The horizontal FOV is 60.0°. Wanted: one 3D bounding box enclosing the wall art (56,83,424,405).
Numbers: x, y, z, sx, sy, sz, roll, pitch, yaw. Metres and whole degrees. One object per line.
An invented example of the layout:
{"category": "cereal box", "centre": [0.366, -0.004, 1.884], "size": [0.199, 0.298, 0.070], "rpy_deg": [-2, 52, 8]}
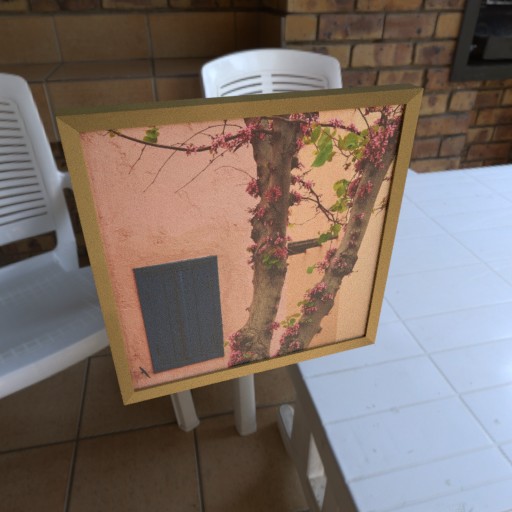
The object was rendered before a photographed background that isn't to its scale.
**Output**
{"category": "wall art", "centre": [0.000, 0.000, 0.737], "size": [0.507, 0.508, 0.038], "rpy_deg": [-10, 33, -15]}
